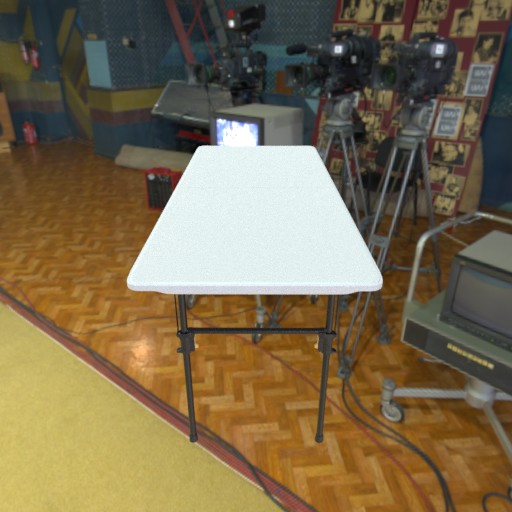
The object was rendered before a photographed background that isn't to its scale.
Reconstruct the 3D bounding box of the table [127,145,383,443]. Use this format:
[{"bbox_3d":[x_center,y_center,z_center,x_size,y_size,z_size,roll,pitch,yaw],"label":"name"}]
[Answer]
[{"bbox_3d":[0.000,0.000,2.248,0.761,0.719,1.829,0,26,0],"label":"table"}]
